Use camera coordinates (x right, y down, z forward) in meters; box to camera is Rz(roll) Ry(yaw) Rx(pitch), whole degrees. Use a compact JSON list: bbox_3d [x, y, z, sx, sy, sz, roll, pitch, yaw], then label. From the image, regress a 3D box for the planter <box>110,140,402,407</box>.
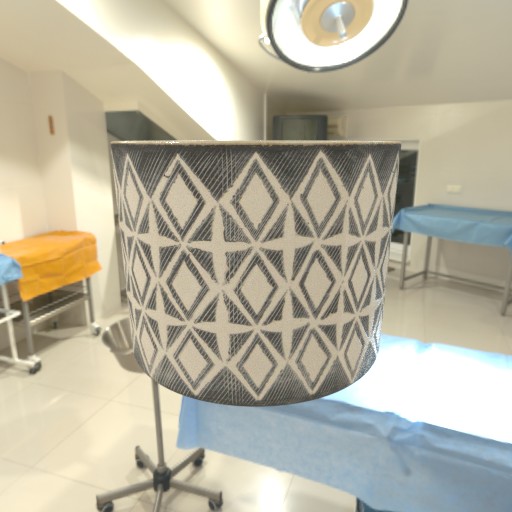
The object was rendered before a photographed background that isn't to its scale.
[{"bbox_3d":[0.000,0.000,0.328,0.192,0.165,0.192,0,15,0],"label":"planter"}]
